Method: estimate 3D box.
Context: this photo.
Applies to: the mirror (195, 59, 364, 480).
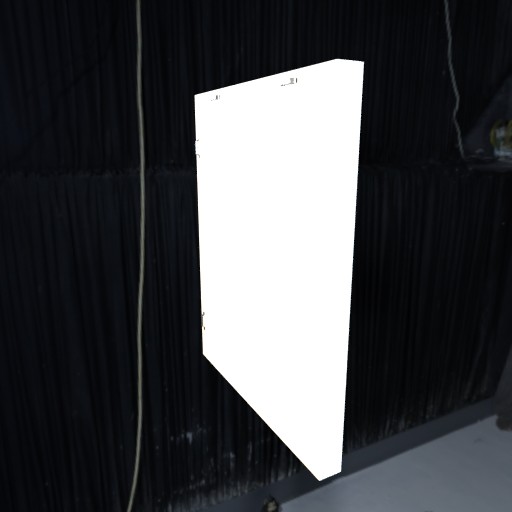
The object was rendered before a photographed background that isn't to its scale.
[{"bbox_3d":[0.000,0.000,0.694,0.041,0.509,0.406,-8,16,-27],"label":"mirror"}]
